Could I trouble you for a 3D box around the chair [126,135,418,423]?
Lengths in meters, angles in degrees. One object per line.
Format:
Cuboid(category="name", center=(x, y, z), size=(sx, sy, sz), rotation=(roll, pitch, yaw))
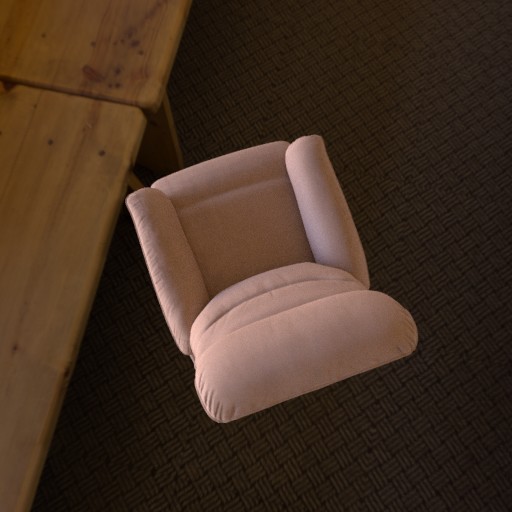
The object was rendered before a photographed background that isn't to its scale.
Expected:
Cuboid(category="chair", center=(0.000, 0.000, 1.727), size=(0.820, 1.037, 1.004), rotation=(-19, 77, -5))
